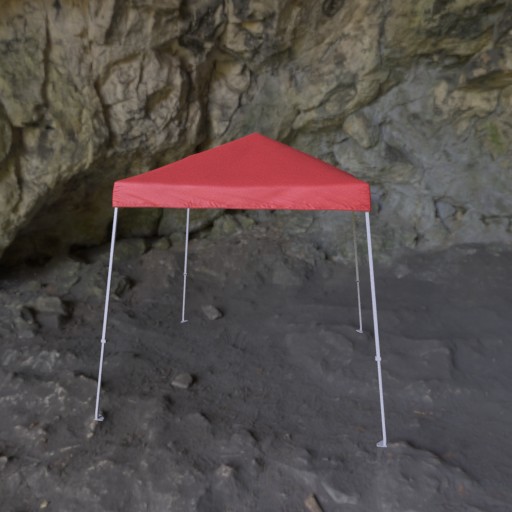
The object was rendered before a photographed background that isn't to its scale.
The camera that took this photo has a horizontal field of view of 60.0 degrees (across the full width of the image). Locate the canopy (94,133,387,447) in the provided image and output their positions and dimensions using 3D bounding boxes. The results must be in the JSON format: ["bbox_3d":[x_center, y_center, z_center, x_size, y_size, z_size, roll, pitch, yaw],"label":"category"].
[{"bbox_3d":[0.000,0.000,5.309,2.848,2.849,2.849,2,12,9],"label":"canopy"}]
